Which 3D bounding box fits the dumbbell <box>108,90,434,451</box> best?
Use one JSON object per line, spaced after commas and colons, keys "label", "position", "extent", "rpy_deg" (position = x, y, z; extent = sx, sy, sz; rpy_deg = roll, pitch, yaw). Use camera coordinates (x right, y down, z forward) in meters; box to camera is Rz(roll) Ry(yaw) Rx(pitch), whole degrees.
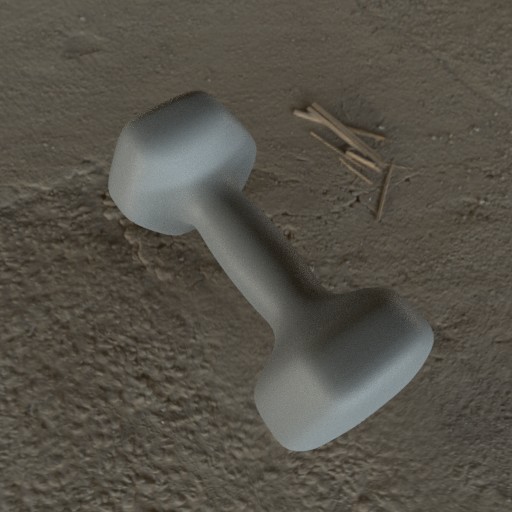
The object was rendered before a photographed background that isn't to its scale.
{"label": "dumbbell", "position": [0.000, 0.000, 0.228], "extent": [0.090, 0.081, 0.184], "rpy_deg": [-32, 67, -15]}
